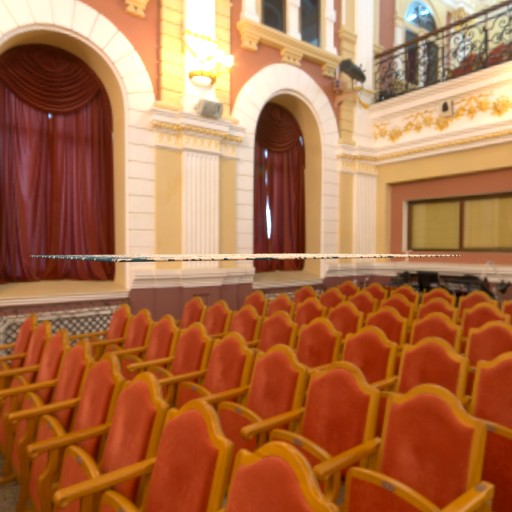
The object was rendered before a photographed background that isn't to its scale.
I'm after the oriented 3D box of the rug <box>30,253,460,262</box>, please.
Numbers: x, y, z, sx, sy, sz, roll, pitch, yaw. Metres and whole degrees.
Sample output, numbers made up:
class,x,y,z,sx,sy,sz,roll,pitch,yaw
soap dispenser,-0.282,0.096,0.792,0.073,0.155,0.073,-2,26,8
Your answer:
class,x,y,z,sx,sy,sz,roll,pitch,yaw
rug,0.000,0.000,2.943,2.435,0.011,1.517,-1,1,-38
